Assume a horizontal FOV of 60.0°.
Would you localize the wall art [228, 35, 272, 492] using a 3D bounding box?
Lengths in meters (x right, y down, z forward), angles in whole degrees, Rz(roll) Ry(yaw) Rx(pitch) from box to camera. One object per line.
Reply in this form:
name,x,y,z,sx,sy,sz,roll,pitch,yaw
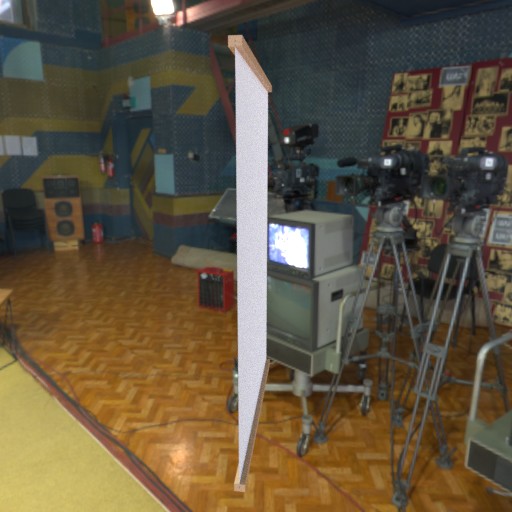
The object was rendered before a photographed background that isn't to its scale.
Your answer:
wall art,0.000,0.000,0.770,0.016,0.611,0.401,2,13,7
